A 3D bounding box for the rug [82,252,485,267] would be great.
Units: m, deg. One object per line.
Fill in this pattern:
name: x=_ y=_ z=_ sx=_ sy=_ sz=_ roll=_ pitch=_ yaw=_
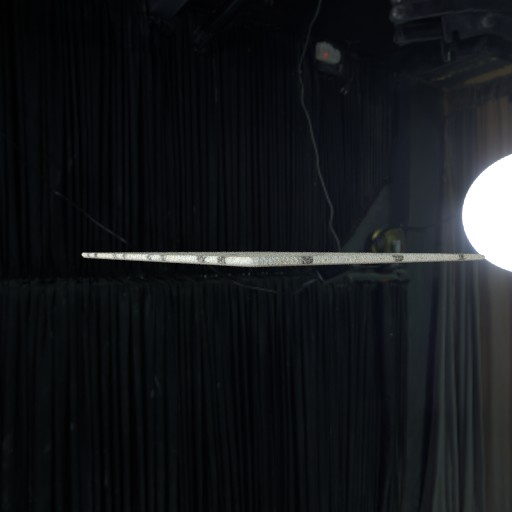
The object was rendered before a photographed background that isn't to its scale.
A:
rug: x=0.000 y=0.000 z=2.127 sx=1.200 sy=0.025 sz=1.600 roll=-1 pitch=1 yaw=-36
